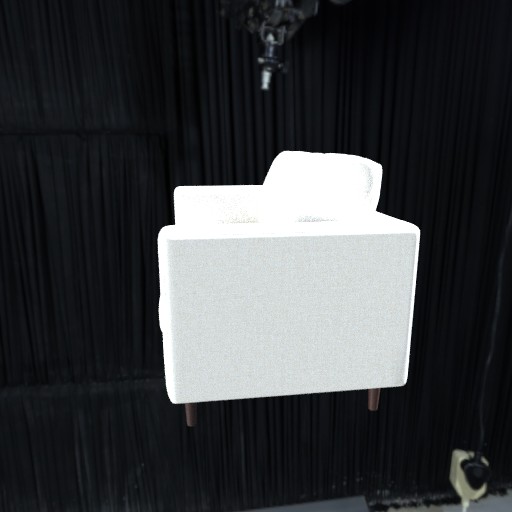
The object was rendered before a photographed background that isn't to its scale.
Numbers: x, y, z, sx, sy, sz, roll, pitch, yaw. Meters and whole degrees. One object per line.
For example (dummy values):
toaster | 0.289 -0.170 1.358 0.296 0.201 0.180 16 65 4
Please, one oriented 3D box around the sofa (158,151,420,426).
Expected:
sofa | 0.000 0.000 1.992 0.796 0.908 1.430 -2 14 -8
